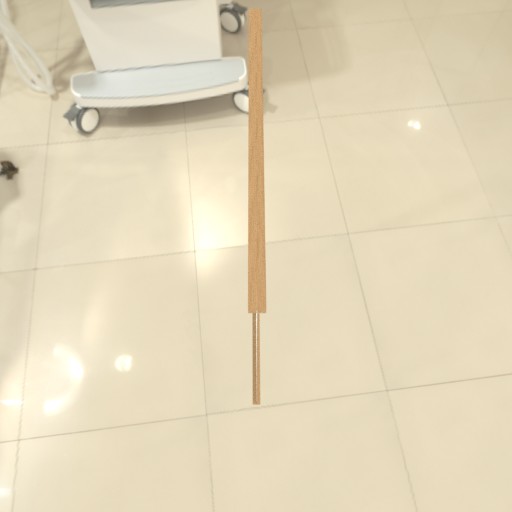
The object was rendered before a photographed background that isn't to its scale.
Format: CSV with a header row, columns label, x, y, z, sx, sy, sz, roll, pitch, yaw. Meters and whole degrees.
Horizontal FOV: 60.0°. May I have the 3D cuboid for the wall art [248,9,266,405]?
label,x,y,z,sx,sy,sz,roll,pitch,yaw
wall art,0.000,0.000,0.626,0.013,0.510,0.335,0,64,0
